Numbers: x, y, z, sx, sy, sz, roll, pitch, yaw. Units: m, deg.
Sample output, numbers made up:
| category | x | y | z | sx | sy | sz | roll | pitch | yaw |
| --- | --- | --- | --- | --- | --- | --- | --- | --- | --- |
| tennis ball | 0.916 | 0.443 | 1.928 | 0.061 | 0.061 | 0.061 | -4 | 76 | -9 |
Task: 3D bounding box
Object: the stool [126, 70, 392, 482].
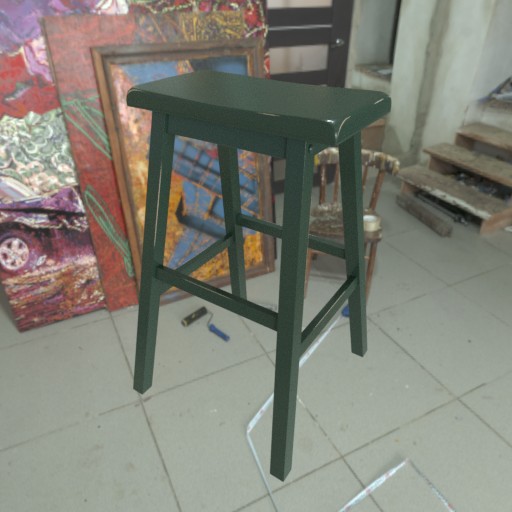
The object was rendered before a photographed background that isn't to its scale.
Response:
| category | x | y | z | sx | sy | sz | roll | pitch | yaw |
| --- | --- | --- | --- | --- | --- | --- | --- | --- | --- |
| stool | 0.000 | 0.000 | 1.027 | 0.457 | 0.737 | 0.476 | 19 | 37 | 28 |
